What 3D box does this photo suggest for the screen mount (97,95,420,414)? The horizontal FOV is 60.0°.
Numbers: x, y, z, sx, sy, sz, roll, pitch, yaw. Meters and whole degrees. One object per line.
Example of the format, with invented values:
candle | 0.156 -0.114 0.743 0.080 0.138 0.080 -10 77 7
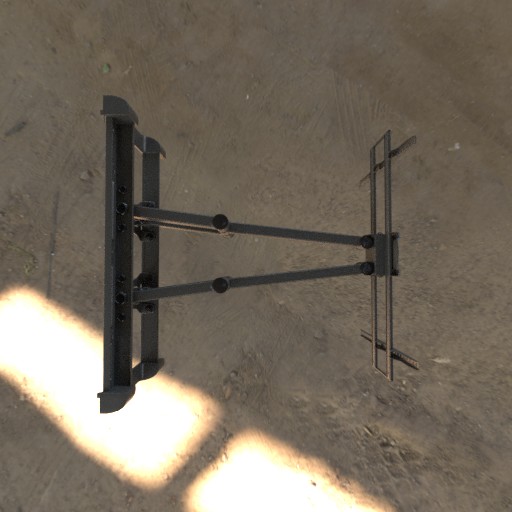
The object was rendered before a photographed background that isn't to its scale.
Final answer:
screen mount | 0.000 0.000 0.962 0.556 0.424 0.571 0 88 0
